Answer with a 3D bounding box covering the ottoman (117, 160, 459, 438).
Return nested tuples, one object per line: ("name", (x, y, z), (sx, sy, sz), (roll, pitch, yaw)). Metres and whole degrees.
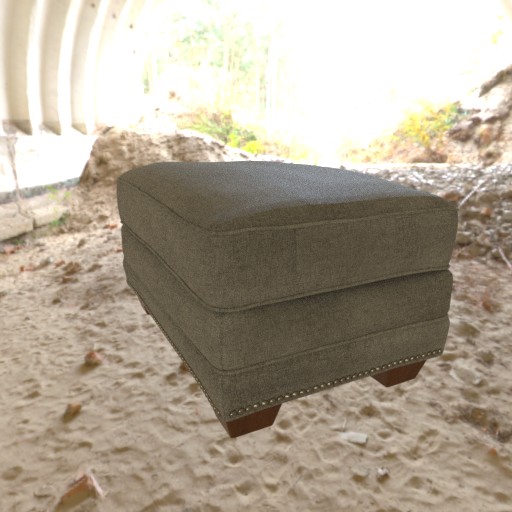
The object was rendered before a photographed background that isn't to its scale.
("ottoman", (0.000, 0.000, 1.135), (0.561, 0.457, 0.813), (-8, 18, -26))
